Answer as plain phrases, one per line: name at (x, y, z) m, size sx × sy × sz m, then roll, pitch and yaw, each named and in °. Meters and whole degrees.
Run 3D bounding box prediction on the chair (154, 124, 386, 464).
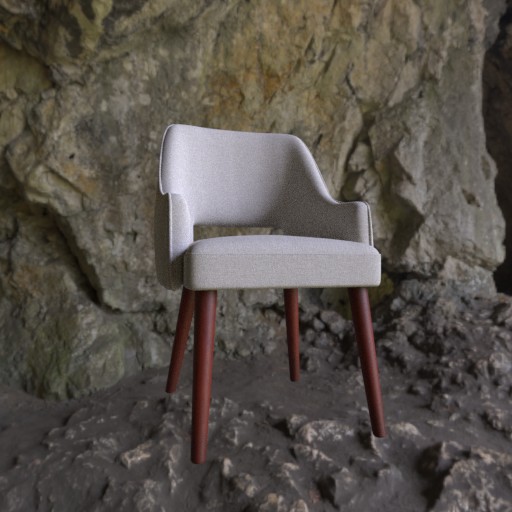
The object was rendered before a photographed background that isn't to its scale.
chair at (0.000, 0.000, 1.231) m, size 0.560 × 0.840 × 0.580 m, roll 0°, pitch 0°, yaw -18°
